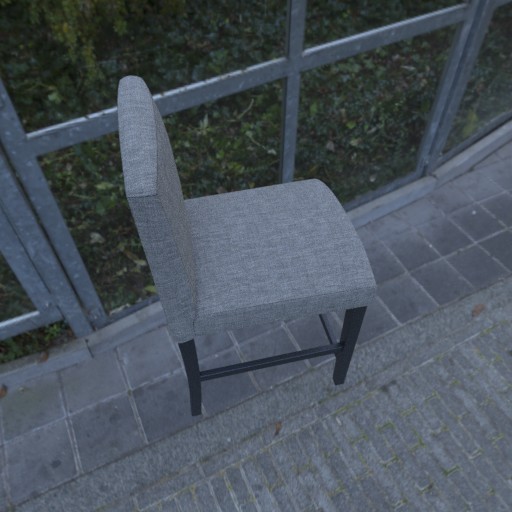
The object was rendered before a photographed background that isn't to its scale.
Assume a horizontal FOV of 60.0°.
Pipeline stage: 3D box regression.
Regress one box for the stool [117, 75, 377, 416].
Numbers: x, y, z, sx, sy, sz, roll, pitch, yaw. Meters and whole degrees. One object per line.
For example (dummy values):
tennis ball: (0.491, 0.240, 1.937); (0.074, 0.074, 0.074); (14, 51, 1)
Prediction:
stool: (0.000, 0.000, 1.250); (0.552, 0.966, 0.451); (-10, 48, -9)
